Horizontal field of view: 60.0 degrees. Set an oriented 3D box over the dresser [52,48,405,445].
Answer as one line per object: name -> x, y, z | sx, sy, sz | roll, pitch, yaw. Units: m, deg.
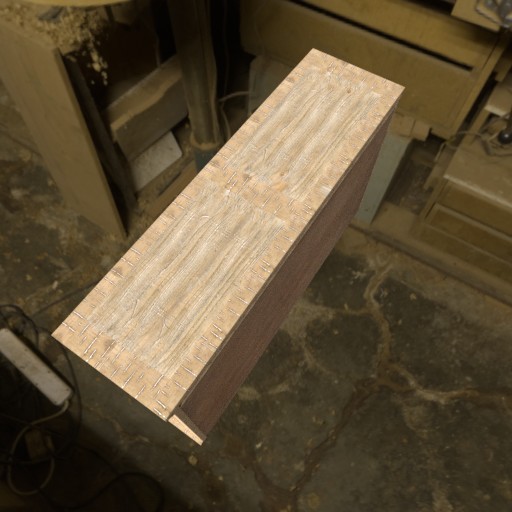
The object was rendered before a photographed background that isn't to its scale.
dresser -> 0.000, 0.000, 2.093 | 0.457, 1.016, 1.626 | 30, 66, 15
